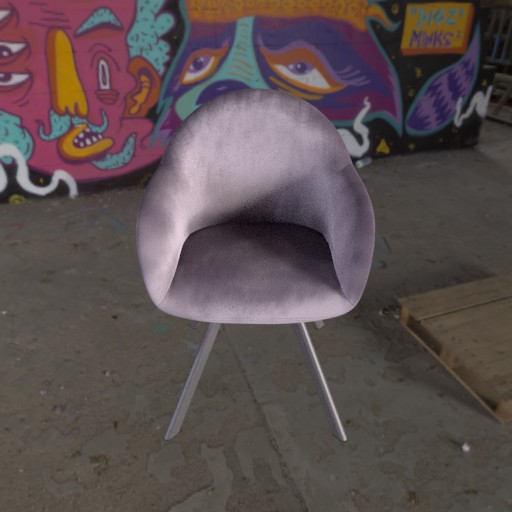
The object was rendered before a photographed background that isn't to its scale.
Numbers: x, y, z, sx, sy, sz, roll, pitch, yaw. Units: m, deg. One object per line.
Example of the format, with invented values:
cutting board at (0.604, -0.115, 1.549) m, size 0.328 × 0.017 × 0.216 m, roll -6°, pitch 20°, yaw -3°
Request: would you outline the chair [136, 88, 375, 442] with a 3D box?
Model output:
chair at (0.000, 0.000, 1.232) m, size 0.550 × 0.795 × 0.590 m, roll 0°, pitch 30°, yaw 0°
